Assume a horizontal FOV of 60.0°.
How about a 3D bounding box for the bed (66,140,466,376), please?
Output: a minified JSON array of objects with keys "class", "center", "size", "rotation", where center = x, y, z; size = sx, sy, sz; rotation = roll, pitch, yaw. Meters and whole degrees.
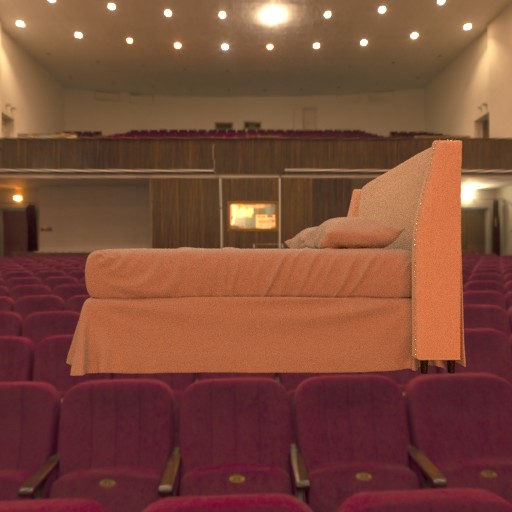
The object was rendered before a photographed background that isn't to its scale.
[{"class":"bed","center":[0.000,0.000,3.375],"size":[2.276,1.332,1.925],"rotation":[0,0,-2]}]
